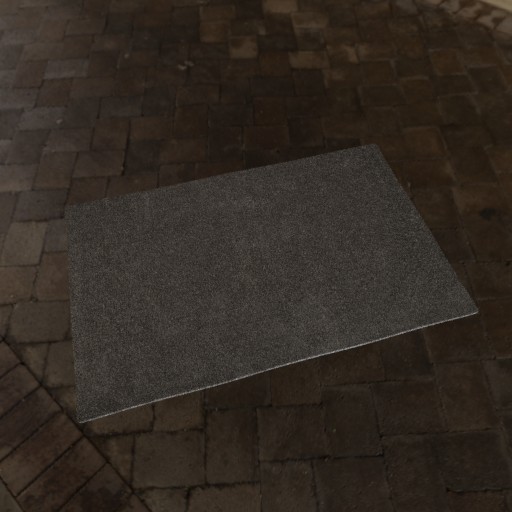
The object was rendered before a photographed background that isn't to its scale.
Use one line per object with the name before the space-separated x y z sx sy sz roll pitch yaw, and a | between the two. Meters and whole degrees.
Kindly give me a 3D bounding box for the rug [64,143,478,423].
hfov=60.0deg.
rug | 0.000 0.000 2.871 2.350 0.025 1.502 -13 58 -9
